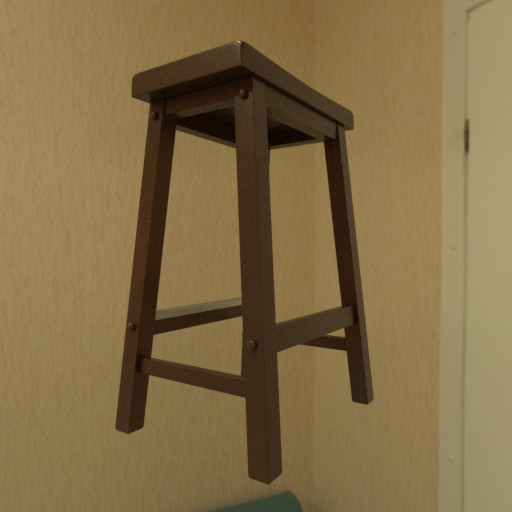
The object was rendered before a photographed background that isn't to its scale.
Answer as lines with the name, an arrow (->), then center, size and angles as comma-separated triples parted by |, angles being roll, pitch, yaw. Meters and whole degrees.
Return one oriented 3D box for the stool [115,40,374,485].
stool -> 0.000, 0.000, 0.849 | 0.322, 0.610, 0.406 | 1, 1, 35
